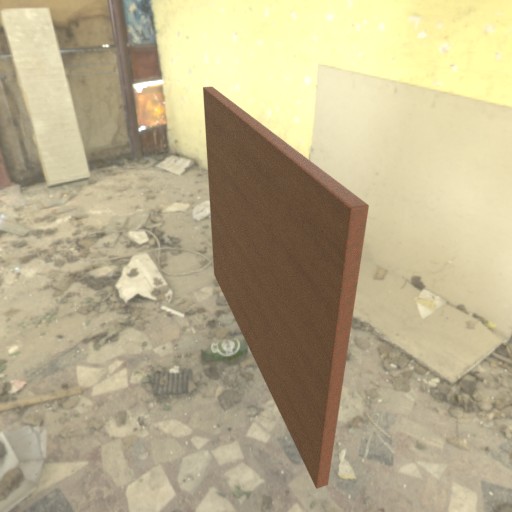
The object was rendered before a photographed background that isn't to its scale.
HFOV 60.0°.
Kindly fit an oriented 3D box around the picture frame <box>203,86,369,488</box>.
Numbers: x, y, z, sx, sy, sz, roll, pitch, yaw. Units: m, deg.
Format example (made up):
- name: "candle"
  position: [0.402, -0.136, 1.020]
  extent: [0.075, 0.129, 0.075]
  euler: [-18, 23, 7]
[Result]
- name: "picture frame"
  position: [0.000, 0.000, 1.730]
  extent: [0.045, 1.018, 1.329]
  euler: [-10, 33, -16]
